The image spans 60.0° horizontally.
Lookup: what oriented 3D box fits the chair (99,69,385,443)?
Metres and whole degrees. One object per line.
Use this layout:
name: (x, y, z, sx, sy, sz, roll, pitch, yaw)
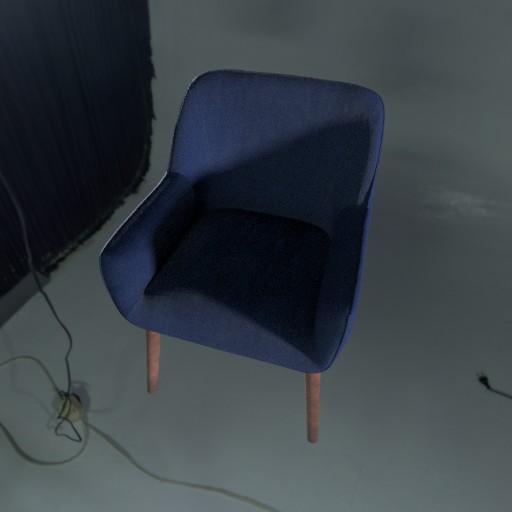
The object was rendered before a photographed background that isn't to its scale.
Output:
chair: (0.000, 0.000, 1.258, 0.600, 0.820, 0.600, 12, 44, 13)
